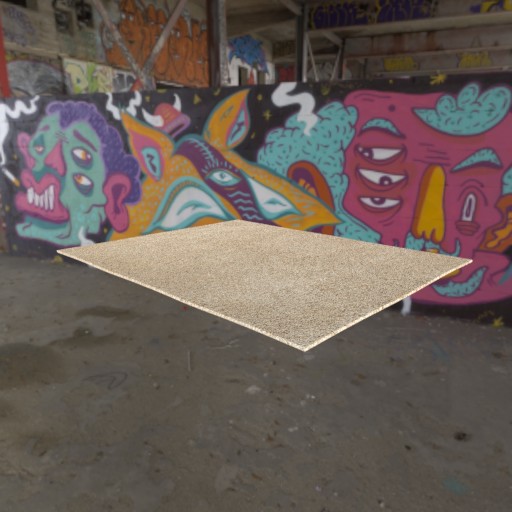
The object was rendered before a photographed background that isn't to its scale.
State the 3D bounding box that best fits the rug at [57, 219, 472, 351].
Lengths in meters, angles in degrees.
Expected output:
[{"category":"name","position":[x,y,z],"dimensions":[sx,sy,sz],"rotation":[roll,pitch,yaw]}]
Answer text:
[{"category":"rug","position":[0.000,0.000,4.087],"dimensions":[3.000,0.025,2.400],"rotation":[14,20,42]}]
